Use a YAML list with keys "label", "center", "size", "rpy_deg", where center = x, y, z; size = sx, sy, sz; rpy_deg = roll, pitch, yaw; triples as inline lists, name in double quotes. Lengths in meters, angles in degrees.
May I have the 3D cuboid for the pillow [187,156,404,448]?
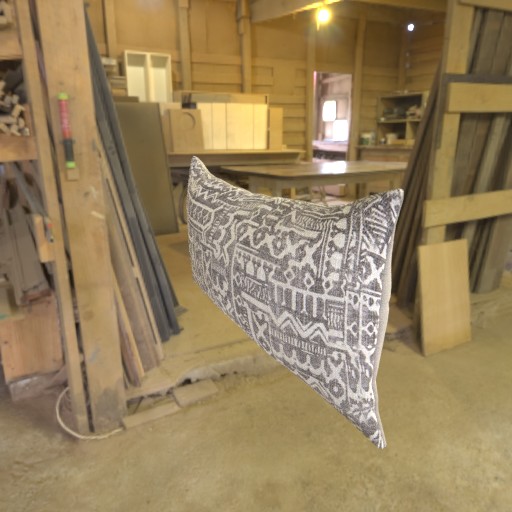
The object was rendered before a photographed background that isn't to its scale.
- label: "pillow"
  center: [0.000, 0.000, 0.724]
  size: [0.148, 0.290, 0.631]
  rpy_deg: [-8, 18, -26]
